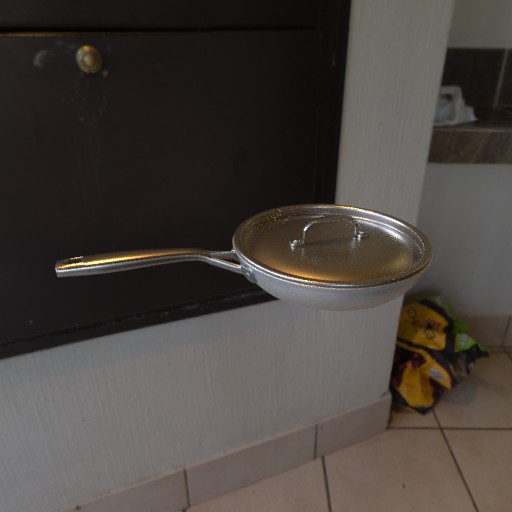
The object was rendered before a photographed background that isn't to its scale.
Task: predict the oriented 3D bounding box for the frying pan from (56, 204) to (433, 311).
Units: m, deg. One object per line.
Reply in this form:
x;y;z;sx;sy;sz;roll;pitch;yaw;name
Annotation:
0.000;0.000;0.596;0.490;0.086;0.272;-8;27;-16;frying pan
